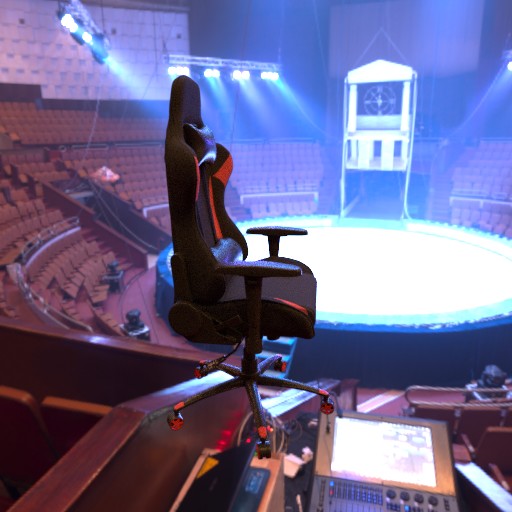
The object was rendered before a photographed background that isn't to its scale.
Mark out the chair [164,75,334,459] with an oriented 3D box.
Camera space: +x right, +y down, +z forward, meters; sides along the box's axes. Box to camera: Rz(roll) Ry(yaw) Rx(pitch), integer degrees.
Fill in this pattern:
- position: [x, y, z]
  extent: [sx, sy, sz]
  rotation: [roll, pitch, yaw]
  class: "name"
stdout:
- position: [0.000, 0.000, 1.735]
  extent: [0.658, 1.326, 0.695]
  rotation: [2, 15, 8]
  class: "chair"
